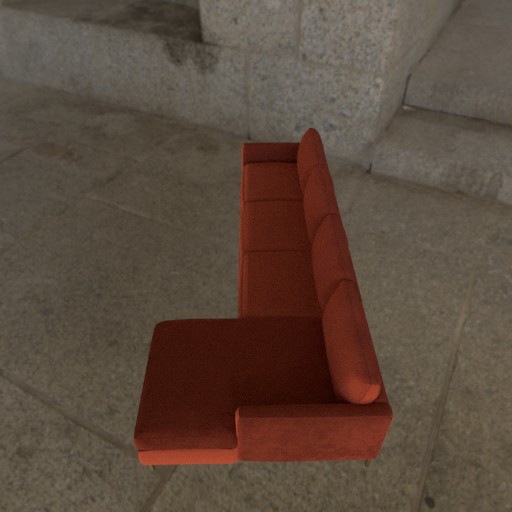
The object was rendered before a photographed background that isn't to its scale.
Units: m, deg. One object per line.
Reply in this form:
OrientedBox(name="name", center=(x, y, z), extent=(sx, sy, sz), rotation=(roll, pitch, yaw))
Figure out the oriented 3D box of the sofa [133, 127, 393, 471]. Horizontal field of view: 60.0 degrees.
OrientedBox(name="sofa", center=(0.000, 0.000, 3.395), extent=(1.350, 0.810, 2.932), rotation=(0, 42, 0))
